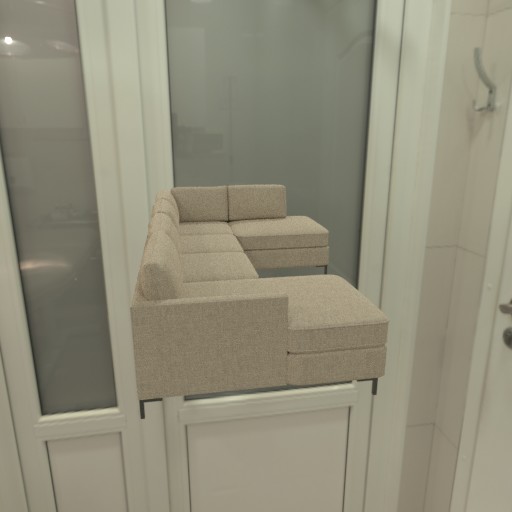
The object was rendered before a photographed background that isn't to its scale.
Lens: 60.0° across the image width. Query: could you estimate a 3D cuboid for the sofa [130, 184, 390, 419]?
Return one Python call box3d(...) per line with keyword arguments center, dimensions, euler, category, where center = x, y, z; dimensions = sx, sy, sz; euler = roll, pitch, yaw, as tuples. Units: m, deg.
box3d(center=(0.000, 0.000, 4.262), dimensions=(2.021, 0.996, 3.423), euler=(-3, 16, -10), category="sofa")
